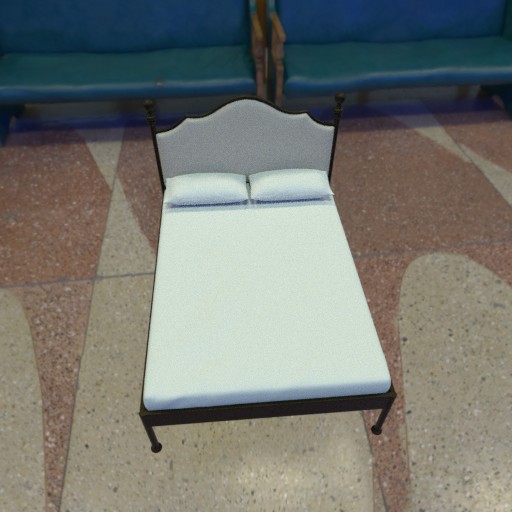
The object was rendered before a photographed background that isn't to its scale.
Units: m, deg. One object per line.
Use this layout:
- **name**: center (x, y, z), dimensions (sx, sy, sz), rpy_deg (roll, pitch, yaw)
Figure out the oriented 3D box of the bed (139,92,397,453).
- **bed**: center (0.000, 0.000, 3.328), dimensions (1.642, 1.499, 2.224), rpy_deg (-3, 46, -3)
